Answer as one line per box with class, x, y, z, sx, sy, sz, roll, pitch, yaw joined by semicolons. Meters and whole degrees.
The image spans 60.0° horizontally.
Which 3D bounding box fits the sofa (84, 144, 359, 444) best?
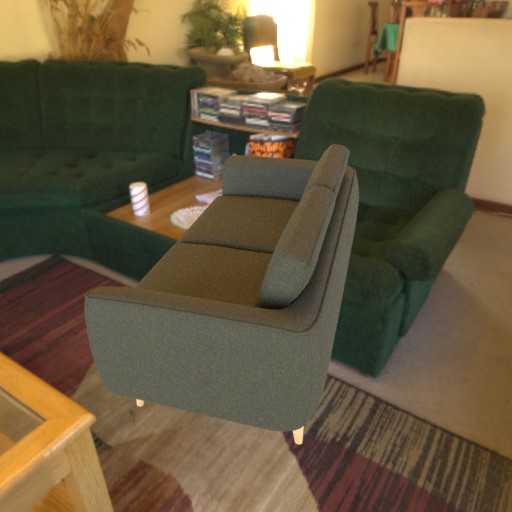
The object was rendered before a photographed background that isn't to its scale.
sofa;0.000;0.000;2.262;0.920;0.850;1.700;8;32;13
